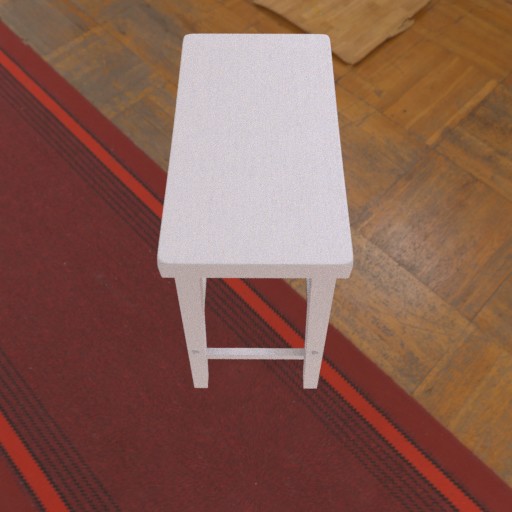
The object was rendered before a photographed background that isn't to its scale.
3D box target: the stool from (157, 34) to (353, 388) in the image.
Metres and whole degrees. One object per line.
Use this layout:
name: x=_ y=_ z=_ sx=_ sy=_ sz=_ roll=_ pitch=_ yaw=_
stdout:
stool: x=0.000 y=0.000 z=0.934 sx=0.322 sy=0.742 sz=0.406 roll=0 pitch=63 yaw=0
